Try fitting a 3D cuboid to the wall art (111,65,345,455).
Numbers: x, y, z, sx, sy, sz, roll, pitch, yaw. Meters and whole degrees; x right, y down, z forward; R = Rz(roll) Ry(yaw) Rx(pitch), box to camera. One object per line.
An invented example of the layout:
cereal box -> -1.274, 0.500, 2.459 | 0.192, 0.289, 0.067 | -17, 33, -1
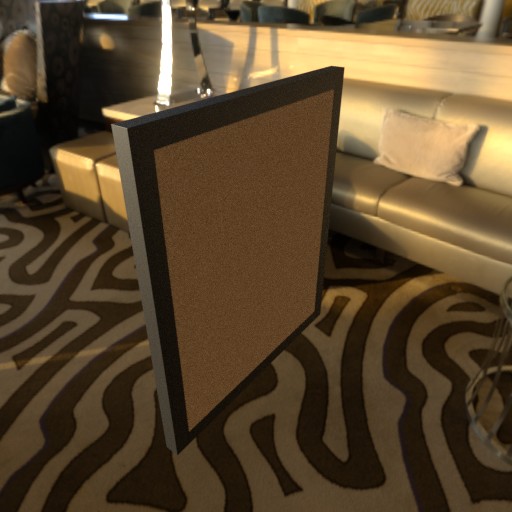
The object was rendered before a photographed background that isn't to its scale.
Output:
wall art -> 0.000, 0.000, 0.706 | 0.025, 0.508, 0.432 | 22, 38, 31
